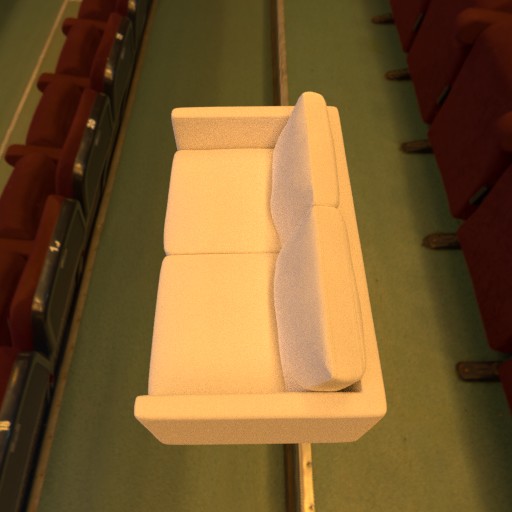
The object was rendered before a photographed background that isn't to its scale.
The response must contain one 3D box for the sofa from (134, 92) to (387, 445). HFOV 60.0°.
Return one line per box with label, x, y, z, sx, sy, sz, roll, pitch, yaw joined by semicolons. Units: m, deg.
sofa;0.000;0.000;2.256;0.964;0.888;1.702;-1;58;0
